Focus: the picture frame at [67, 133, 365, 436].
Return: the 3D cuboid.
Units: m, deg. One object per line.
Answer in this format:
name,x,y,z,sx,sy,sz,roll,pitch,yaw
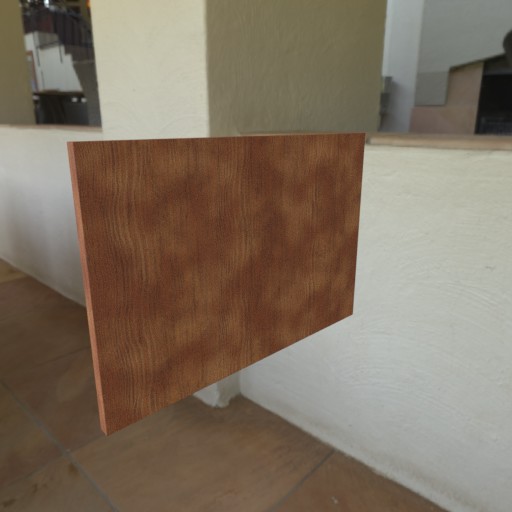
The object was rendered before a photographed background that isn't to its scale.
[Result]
picture frame,0.000,0.000,1.226,0.950,0.640,0.029,-15,23,-41
